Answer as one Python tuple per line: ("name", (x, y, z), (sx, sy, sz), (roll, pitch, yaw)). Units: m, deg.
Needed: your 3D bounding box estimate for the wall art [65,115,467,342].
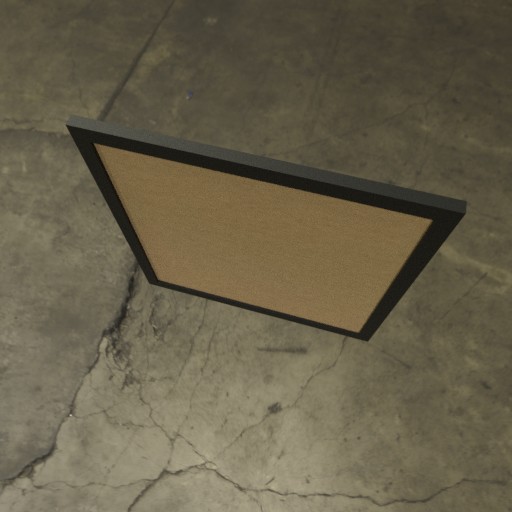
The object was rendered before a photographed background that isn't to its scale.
("wall art", (0.000, 0.000, 0.540), (0.356, 0.356, 0.013), (14, 63, 7))
